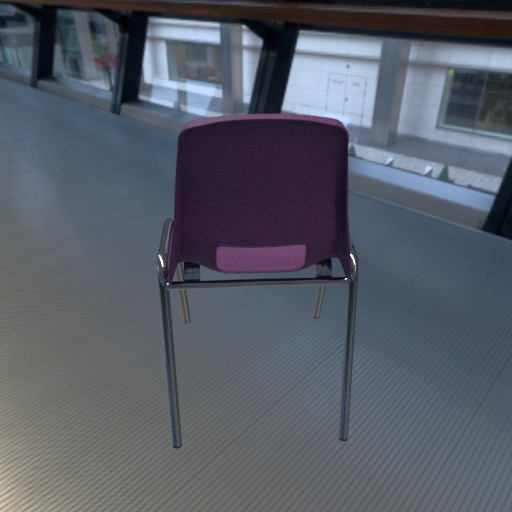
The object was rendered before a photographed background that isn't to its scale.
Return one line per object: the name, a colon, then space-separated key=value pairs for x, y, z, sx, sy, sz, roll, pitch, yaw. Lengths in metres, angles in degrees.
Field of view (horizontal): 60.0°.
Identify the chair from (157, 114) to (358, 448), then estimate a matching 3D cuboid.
chair: x=0.000 y=0.000 z=0.895 sx=0.381 sy=0.654 sz=0.432 roll=-1 pitch=30 yaw=-3
